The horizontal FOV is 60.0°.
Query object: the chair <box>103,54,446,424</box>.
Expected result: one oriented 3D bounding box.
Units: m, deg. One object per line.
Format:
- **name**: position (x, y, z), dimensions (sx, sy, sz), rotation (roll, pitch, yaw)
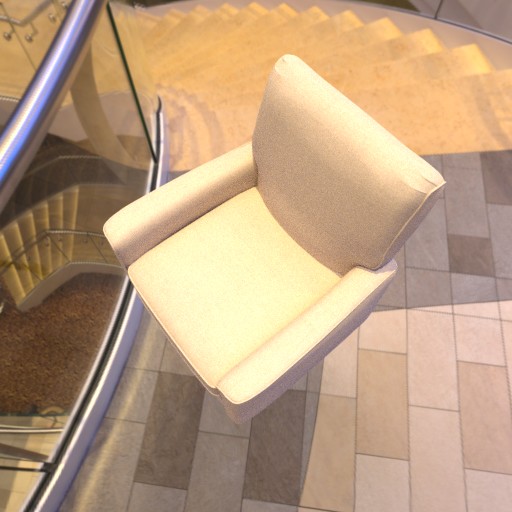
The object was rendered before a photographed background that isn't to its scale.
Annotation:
- **chair**: position (0.000, 0.000, 1.658), dimensions (0.858, 1.023, 0.841), rotation (-36, 68, -17)
